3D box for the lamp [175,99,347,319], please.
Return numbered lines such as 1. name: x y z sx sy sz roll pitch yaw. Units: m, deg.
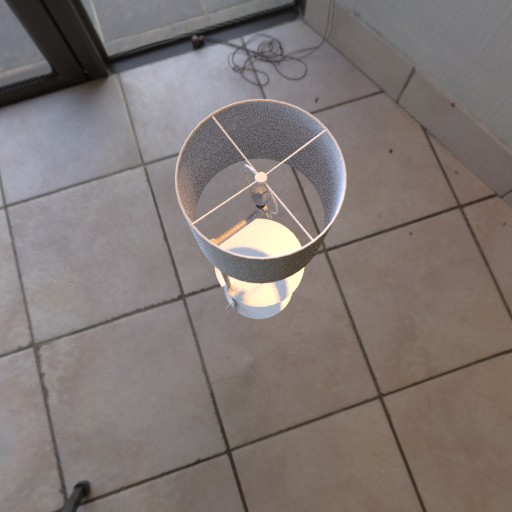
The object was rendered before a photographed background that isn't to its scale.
1. lamp: 0.000 0.000 1.670 0.405 1.465 0.372 -36 79 -8
